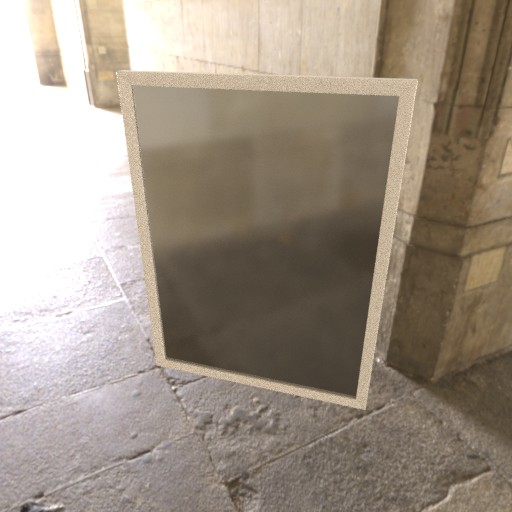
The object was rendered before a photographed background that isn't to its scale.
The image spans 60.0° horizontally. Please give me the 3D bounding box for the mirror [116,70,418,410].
[{"bbox_3d":[0.000,0.000,1.336,0.762,1.016,0.040,8,29,14],"label":"mirror"}]
